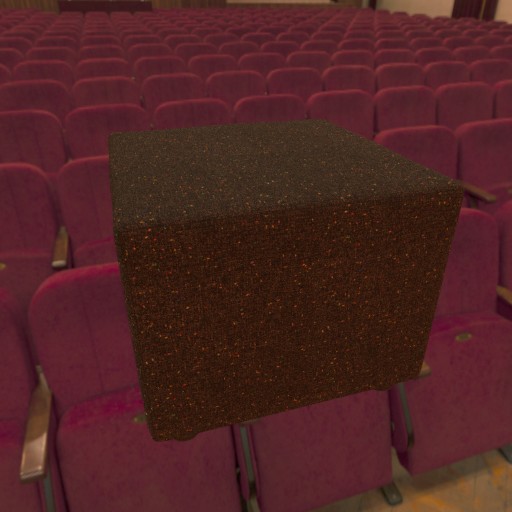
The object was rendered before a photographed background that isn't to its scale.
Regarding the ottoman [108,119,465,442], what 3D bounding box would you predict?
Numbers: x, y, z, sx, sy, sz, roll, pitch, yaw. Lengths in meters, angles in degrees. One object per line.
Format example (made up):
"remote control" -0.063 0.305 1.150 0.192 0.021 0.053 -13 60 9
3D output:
"ottoman" 0.000 0.000 0.877 0.508 0.432 0.508 -9 30 -15
